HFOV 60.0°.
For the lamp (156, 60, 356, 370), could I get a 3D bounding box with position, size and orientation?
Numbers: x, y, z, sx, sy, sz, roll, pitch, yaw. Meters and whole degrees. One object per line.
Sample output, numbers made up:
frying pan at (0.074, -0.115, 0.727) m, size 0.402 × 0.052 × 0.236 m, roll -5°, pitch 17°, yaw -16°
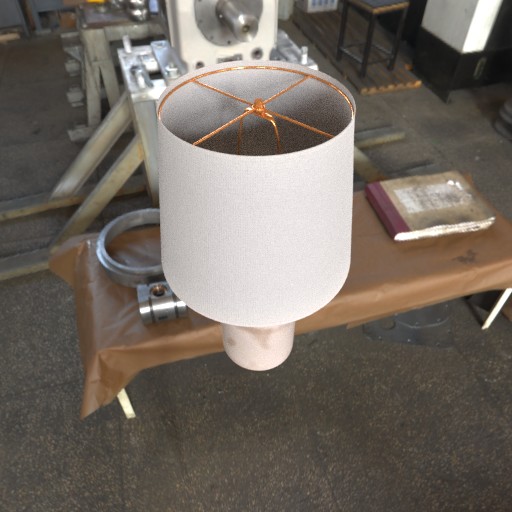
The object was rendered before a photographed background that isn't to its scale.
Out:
lamp at (0.000, 0.000, 0.458) m, size 0.189 × 0.340 × 0.189 m, roll 0°, pitch 46°, yaw 0°
